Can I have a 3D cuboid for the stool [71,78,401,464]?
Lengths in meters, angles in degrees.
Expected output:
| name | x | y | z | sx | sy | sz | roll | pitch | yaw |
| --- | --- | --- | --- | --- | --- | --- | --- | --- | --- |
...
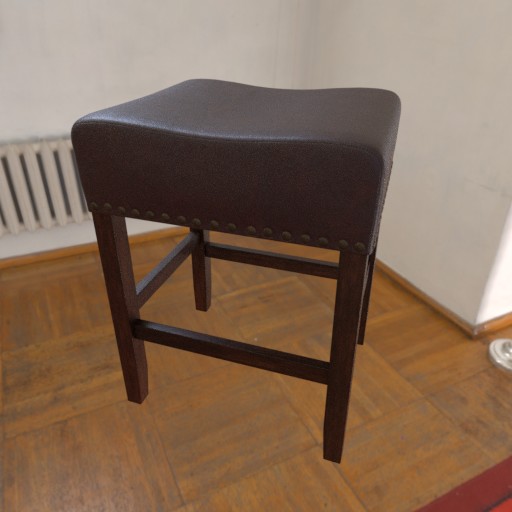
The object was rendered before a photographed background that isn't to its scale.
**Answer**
| name | x | y | z | sx | sy | sz | roll | pitch | yaw |
| --- | --- | --- | --- | --- | --- | --- | --- | --- | --- |
| stool | 0.000 | 0.000 | 0.896 | 0.465 | 0.608 | 0.397 | 10 | 32 | 16 |
